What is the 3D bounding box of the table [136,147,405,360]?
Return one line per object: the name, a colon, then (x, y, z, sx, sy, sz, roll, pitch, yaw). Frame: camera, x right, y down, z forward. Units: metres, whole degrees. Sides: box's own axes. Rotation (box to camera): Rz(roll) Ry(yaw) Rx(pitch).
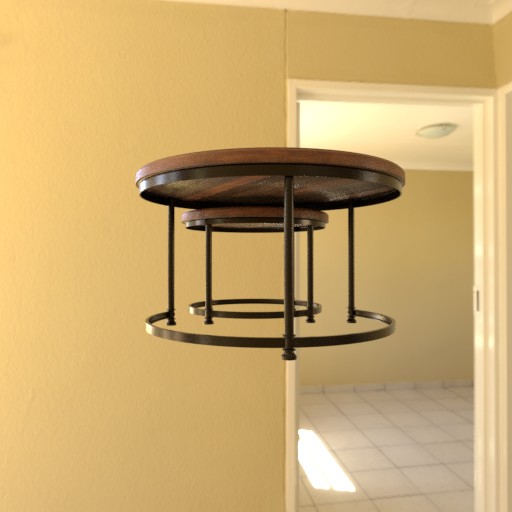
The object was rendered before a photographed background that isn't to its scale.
table: (0.000, 0.000, 1.628, 0.870, 0.516, 1.152, 0, 0, -19)
